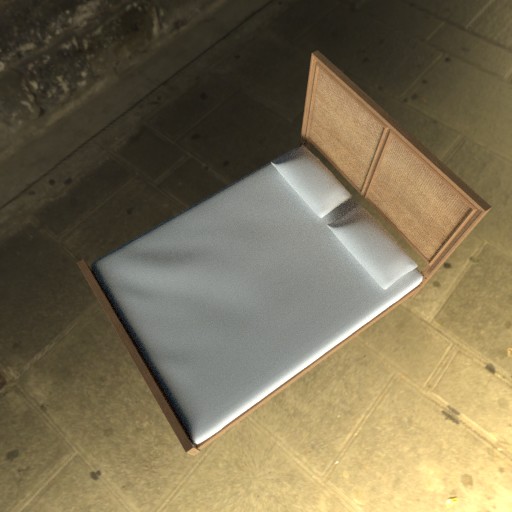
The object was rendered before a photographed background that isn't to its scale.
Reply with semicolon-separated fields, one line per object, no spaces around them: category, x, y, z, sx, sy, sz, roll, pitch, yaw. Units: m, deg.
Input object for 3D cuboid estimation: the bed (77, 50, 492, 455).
bed;0.000;0.000;3.180;2.184;1.387;1.606;-32;68;-15
